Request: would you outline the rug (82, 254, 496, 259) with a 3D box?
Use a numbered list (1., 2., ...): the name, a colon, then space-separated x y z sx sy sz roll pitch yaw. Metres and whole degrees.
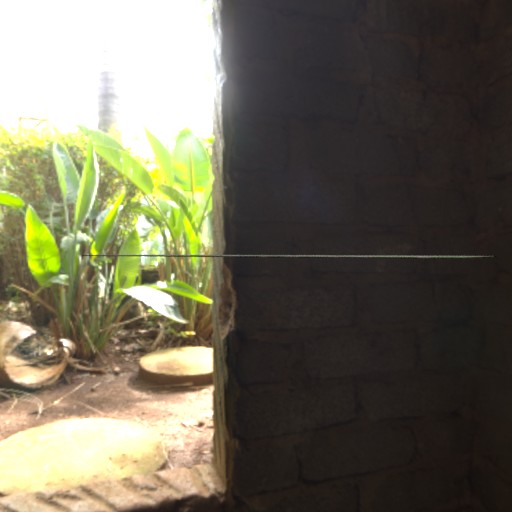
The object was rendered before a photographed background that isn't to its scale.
1. rug: 0.000 0.000 2.643 2.438 0.006 0.761 0 1 37
